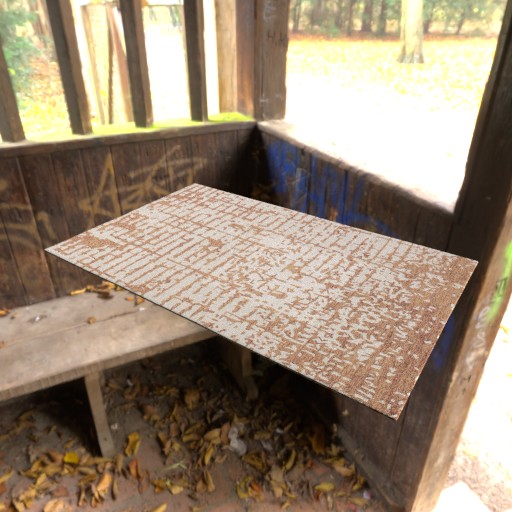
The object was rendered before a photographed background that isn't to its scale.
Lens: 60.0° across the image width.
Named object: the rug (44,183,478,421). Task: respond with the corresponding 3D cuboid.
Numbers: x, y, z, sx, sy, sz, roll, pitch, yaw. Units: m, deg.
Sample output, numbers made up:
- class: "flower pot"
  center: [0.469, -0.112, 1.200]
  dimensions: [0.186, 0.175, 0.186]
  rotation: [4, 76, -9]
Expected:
- class: "rug"
  center: [0.000, 0.000, 2.922]
  dimensions: [2.435, 0.011, 1.517]
  rotation: [19, 35, 30]
